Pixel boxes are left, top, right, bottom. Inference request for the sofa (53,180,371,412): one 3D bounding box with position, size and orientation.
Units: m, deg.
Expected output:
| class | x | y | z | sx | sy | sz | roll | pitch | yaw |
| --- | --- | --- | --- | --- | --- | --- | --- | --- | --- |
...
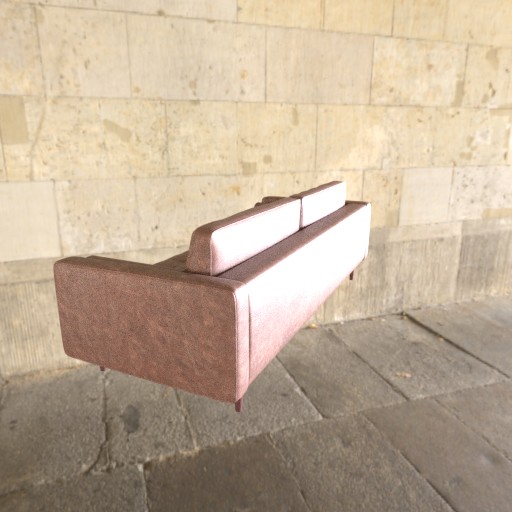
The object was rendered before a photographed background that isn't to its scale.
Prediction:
| class | x | y | z | sx | sy | sz | roll | pitch | yaw |
| --- | --- | --- | --- | --- | --- | --- | --- | --- | --- |
| sofa | 0.000 | 0.000 | 2.690 | 0.914 | 0.762 | 2.210 | 7 | 17 | 25 |
